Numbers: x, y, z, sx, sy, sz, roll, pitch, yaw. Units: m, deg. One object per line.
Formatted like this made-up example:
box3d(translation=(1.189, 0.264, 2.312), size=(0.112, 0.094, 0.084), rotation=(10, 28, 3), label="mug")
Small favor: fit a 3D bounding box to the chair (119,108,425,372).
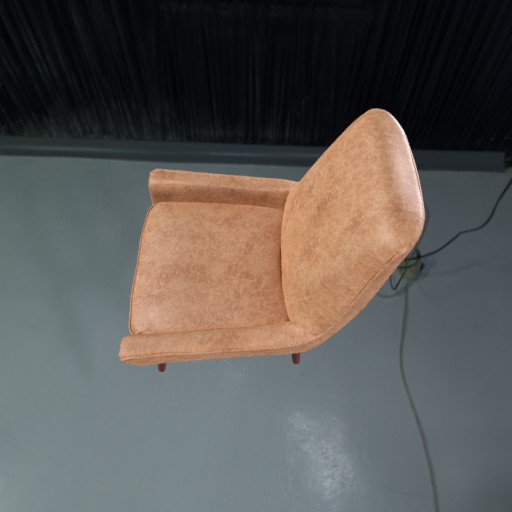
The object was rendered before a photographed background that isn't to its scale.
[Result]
box3d(translation=(0.000, 0.000, 1.522), size=(0.851, 0.883, 0.753), rotation=(0, 58, 0), label="chair")
